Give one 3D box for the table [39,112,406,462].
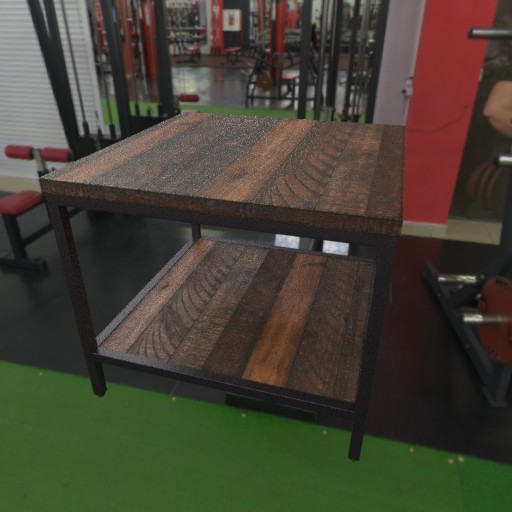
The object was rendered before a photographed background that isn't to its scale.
[{"bbox_3d":[0.000,0.000,0.974,0.553,0.482,0.548,8,30,15],"label":"table"}]
